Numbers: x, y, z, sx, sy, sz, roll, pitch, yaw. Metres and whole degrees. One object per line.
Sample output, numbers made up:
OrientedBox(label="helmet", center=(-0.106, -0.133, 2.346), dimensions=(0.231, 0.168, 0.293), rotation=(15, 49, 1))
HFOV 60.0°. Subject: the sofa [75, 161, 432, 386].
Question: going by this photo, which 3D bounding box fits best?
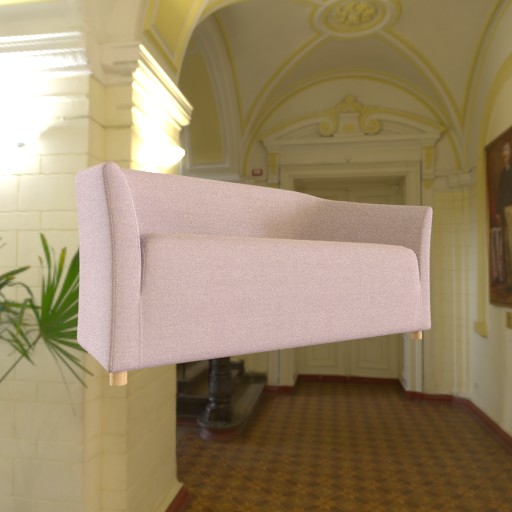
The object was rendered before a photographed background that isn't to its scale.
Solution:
OrientedBox(label="sofa", center=(0.000, 0.000, 1.818), dimensions=(1.452, 0.721, 0.705), rotation=(1, -2, -36))
